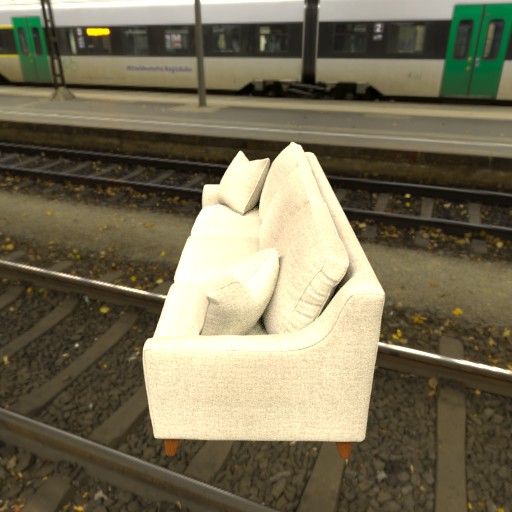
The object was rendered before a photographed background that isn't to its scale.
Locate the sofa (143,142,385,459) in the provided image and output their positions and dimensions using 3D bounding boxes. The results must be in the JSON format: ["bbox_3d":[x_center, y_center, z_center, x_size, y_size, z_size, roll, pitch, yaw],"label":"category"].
[{"bbox_3d":[0.000,0.000,2.497,0.865,0.914,2.031,0,26,0],"label":"sofa"}]
